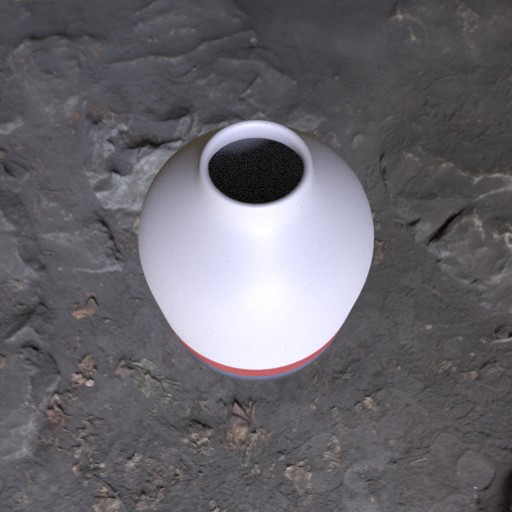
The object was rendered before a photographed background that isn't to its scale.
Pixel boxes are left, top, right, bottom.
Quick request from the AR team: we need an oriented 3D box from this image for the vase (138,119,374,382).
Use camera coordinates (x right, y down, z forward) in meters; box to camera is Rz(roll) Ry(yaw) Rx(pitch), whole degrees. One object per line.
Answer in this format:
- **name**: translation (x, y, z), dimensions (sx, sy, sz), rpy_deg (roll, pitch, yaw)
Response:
- **vase**: translation (0.000, 0.000, 0.354), dimensions (0.169, 0.237, 0.169), rpy_deg (0, 63, 0)
